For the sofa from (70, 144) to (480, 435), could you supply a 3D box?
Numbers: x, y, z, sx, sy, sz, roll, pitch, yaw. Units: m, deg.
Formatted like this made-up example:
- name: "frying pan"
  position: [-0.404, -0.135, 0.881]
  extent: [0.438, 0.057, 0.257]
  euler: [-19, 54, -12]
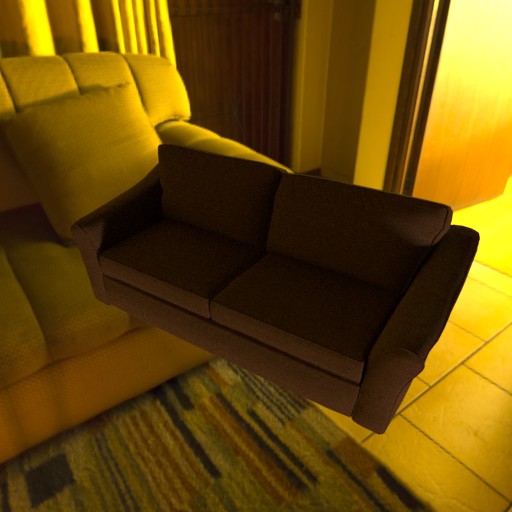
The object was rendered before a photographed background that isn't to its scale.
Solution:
- name: "sofa"
  position: [0.000, 0.000, 2.680]
  extent: [2.270, 0.950, 0.971]
  euler: [18, 36, 27]
